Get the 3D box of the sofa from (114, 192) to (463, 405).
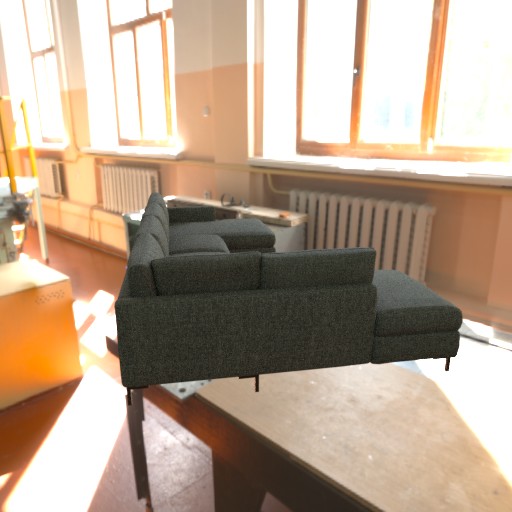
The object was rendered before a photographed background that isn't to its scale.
[{"bbox_3d":[0.000,0.000,3.579,1.879,0.756,2.737,-3,16,-10],"label":"sofa"}]
